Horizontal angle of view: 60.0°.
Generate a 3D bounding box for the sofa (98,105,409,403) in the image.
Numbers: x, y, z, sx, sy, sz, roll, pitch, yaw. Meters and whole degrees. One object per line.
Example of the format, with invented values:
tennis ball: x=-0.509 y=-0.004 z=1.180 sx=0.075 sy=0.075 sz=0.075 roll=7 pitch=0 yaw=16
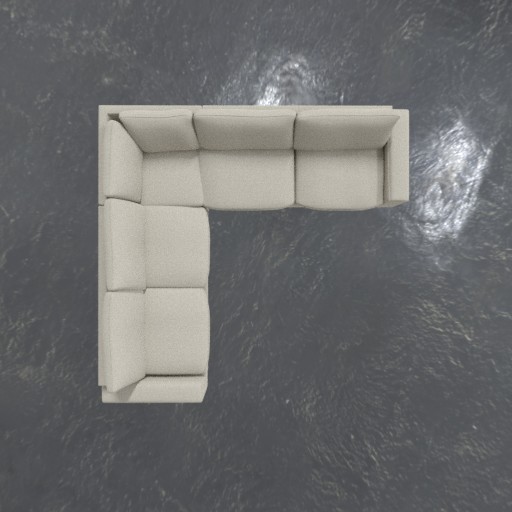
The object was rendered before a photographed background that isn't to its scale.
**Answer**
sofa: x=0.000 y=0.000 z=4.723 sx=3.206 sy=0.918 sz=3.066 roll=0 pitch=90 yaw=0
